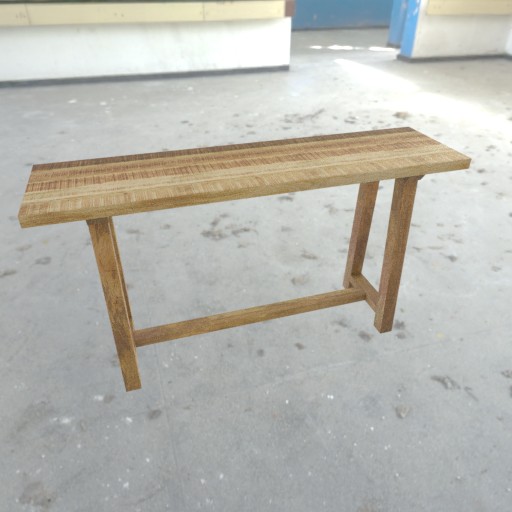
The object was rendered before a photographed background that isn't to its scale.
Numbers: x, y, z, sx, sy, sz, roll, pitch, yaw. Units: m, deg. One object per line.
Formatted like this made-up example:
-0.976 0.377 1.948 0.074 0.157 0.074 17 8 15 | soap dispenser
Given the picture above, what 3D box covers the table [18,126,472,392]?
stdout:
0.000 0.000 1.814 1.524 0.810 0.405 -10 34 -14 | table
